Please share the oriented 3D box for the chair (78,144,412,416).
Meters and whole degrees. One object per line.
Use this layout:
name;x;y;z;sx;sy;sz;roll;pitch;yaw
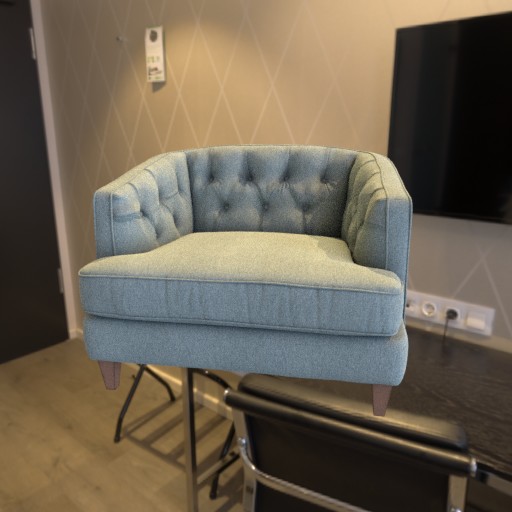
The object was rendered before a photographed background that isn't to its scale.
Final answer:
chair;0.000;0.000;1.769;1.094;0.852;0.945;2;15;9
